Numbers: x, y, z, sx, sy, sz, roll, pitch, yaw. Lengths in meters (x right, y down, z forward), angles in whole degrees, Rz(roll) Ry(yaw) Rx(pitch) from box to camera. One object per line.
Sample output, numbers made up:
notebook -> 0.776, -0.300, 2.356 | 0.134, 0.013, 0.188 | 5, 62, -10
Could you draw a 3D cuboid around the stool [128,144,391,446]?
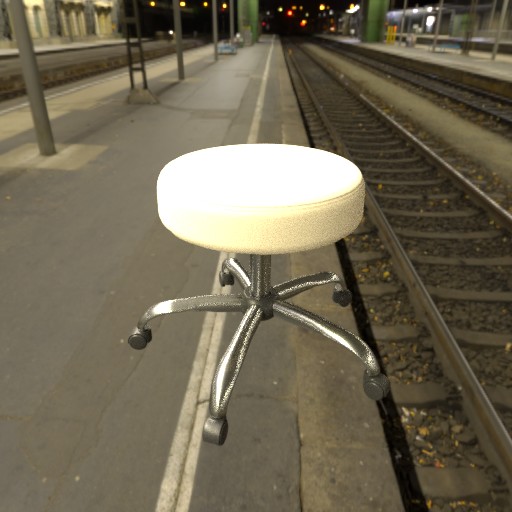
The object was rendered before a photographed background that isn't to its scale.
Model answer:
stool -> 0.000, 0.000, 1.044 | 0.634, 0.482, 0.614 | -9, 29, -17
